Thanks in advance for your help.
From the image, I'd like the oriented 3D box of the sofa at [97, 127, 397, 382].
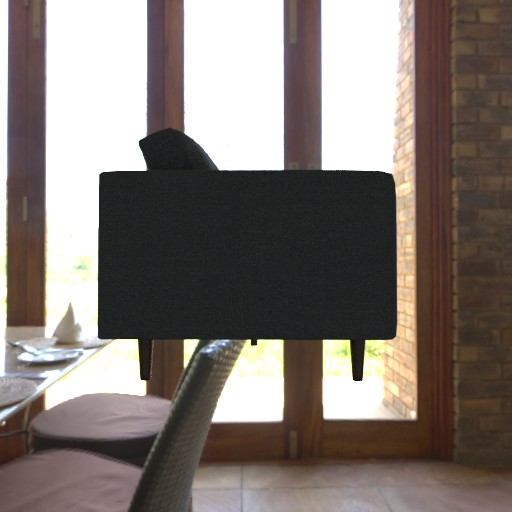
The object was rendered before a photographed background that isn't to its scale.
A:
[{"bbox_3d":[0.000,0.000,2.251,0.999,0.907,1.659,0,-1,1],"label":"sofa"}]
